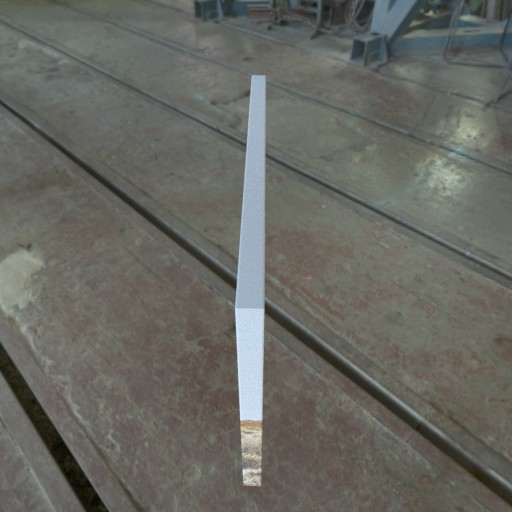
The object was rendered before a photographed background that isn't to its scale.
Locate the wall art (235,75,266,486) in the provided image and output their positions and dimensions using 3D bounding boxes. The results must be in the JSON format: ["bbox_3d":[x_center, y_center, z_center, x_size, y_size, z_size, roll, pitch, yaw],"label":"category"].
[{"bbox_3d":[0.000,0.000,1.450,0.051,0.761,1.138,1,42,1],"label":"wall art"}]
